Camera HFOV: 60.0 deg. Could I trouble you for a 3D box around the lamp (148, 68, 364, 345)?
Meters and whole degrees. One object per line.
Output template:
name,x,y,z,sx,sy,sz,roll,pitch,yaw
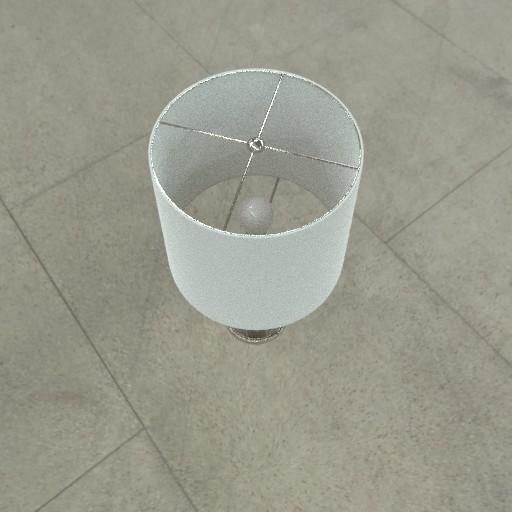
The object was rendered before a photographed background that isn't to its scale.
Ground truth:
lamp,0.000,0.000,0.806,0.303,0.618,0.303,0,64,0
